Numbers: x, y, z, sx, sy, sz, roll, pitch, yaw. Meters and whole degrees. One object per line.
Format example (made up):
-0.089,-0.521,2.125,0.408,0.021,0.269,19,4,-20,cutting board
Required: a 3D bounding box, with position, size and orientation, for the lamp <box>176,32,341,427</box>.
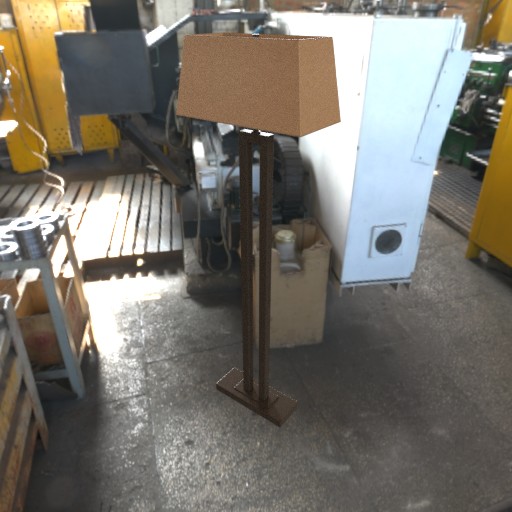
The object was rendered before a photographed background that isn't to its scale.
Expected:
0.000,0.000,1.640,0.475,1.469,0.233,20,35,32,lamp
